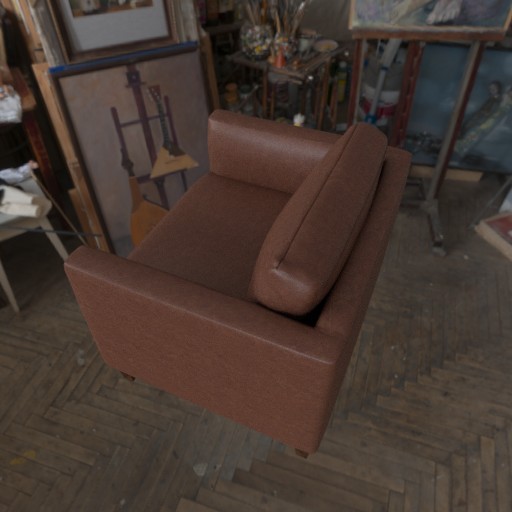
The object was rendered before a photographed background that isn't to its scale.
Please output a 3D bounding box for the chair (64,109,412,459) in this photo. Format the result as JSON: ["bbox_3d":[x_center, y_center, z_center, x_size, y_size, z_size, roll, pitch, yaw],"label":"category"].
[{"bbox_3d":[0.000,0.000,1.817,0.959,0.917,1.107,18,48,16],"label":"chair"}]
